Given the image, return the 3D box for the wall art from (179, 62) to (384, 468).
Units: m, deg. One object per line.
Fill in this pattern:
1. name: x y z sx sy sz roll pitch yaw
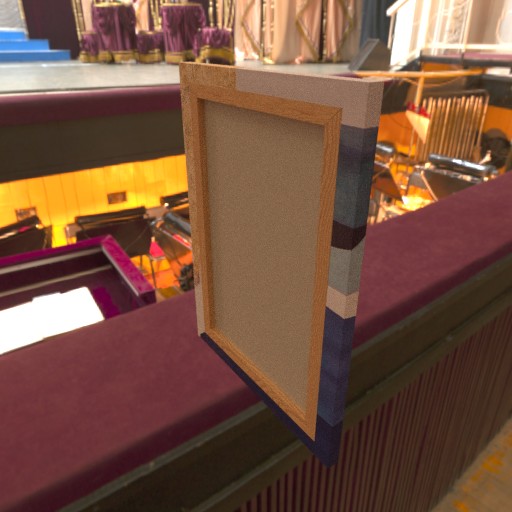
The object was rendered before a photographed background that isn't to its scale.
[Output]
1. wall art: 0.000 0.000 0.788 0.026 0.613 0.458 -18 32 -31
